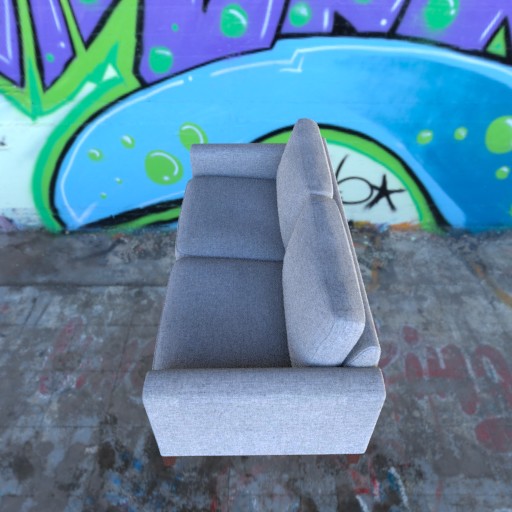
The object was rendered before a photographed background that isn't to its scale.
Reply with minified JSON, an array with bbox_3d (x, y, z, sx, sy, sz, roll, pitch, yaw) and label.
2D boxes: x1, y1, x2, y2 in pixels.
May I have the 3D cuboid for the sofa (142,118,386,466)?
[{"bbox_3d":[0.000,0.000,2.502,0.969,0.892,1.978,0,43,0],"label":"sofa"}]
